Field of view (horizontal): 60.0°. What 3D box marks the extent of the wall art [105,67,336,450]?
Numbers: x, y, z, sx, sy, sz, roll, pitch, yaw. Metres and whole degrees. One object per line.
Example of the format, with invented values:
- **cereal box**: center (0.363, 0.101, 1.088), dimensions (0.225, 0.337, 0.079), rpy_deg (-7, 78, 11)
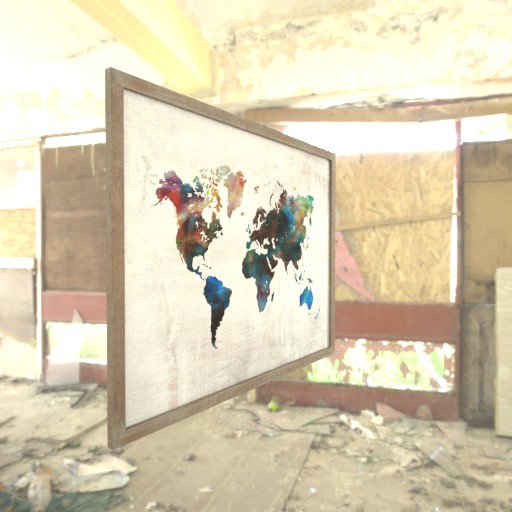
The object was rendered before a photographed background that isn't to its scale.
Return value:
- **wall art**: center (0.000, 0.000, 1.309), dimensions (0.019, 0.774, 1.012), rpy_deg (1, 1, 36)
